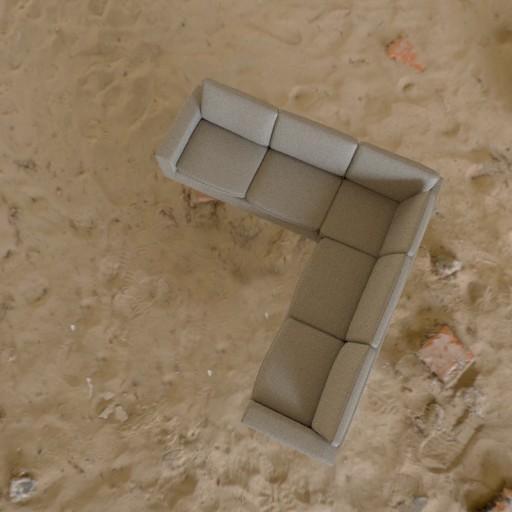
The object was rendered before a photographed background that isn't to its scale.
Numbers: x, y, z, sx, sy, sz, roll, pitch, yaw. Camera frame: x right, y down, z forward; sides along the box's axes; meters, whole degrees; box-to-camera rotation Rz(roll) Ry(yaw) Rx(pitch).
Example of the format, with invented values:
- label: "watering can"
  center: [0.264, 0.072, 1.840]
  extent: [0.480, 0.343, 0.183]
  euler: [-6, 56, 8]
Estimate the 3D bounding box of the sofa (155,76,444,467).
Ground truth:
- label: "sofa"
  center: [0.000, 0.000, 4.119]
  extent: [2.622, 0.800, 2.742]
  euler: [24, 77, 6]
